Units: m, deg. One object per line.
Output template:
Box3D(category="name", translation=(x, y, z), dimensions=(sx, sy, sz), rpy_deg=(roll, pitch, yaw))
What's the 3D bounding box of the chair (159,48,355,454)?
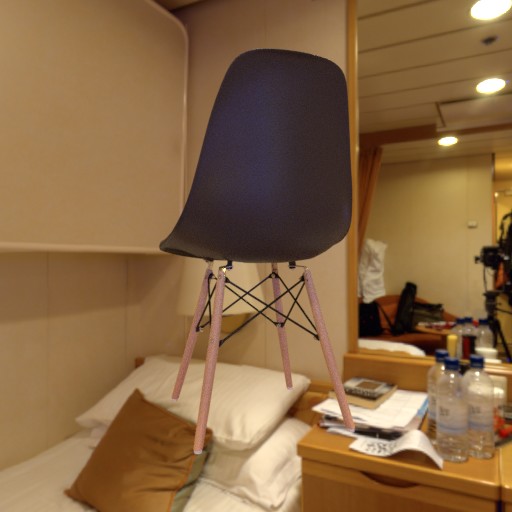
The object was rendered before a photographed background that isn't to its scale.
Box3D(category="chair", translation=(0.000, 0.000, 1.145), dimensions=(0.470, 0.825, 0.533), rpy_deg=(0, 0, -19))
